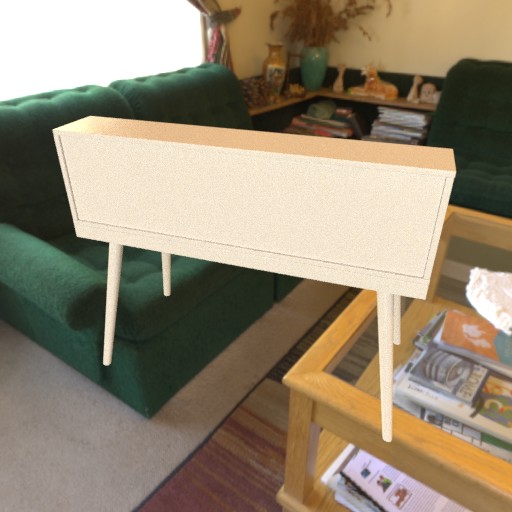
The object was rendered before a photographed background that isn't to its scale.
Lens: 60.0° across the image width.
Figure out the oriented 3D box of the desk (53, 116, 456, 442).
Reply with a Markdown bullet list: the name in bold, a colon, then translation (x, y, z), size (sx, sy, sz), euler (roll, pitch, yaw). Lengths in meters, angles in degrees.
- **desk**: translation (0.000, 0.000, 1.701), size (1.199, 0.990, 0.559), euler (10, 32, 16)
